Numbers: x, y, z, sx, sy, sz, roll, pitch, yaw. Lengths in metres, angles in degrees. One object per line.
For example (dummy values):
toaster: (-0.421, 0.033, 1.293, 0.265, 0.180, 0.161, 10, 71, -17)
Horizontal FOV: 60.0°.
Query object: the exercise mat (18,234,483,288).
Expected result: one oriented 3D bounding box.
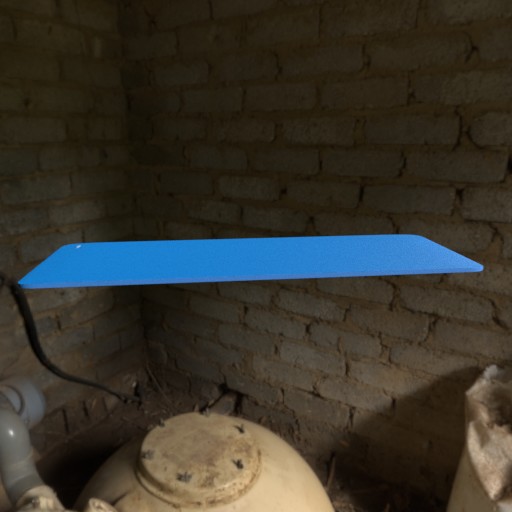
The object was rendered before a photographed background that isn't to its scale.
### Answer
exercise mat: (0.000, 0.000, 2.023, 1.869, 0.021, 0.616, -2, 16, -6)
